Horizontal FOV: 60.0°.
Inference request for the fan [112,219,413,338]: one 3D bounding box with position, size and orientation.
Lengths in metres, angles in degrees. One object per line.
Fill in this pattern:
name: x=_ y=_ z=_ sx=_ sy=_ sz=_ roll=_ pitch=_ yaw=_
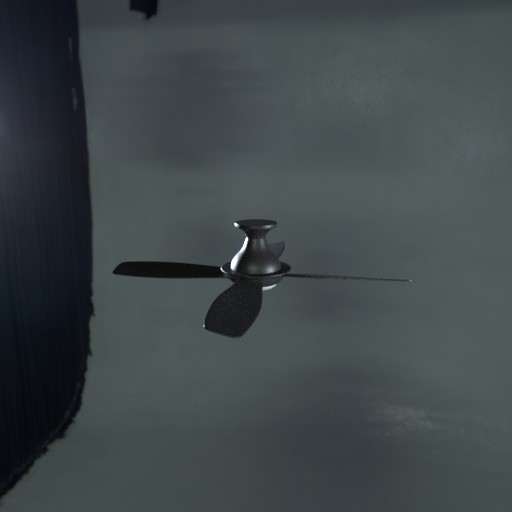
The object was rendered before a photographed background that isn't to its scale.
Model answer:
fan: x=0.000 y=0.000 z=2.484 sx=1.694 sy=0.382 sz=1.694 roll=2 pitch=14 yaw=9
